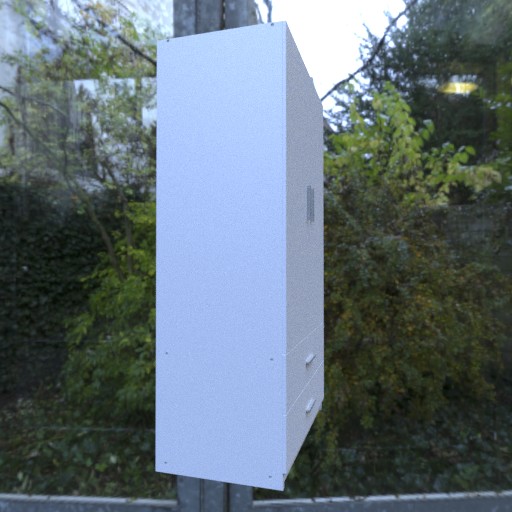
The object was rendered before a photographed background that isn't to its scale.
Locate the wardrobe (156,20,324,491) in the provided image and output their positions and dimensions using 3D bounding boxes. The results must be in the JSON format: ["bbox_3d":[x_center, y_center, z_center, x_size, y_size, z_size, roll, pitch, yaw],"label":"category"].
[{"bbox_3d":[0.000,0.000,2.250,0.577,1.808,0.991,0,-1,17],"label":"wardrobe"}]
